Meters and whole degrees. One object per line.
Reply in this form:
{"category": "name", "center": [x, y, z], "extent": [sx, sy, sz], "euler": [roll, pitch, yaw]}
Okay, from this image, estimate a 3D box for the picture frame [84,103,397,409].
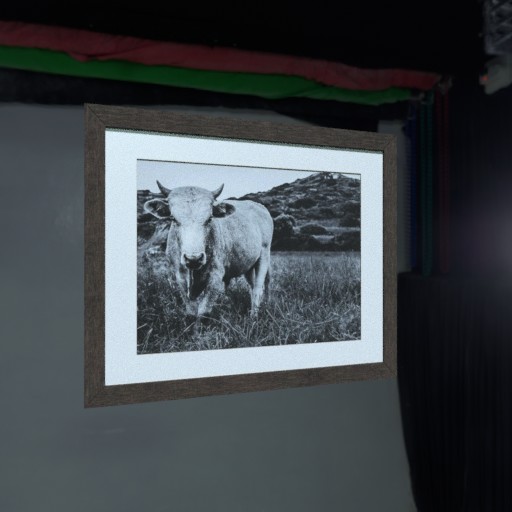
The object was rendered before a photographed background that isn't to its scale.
{"category": "picture frame", "center": [0.000, 0.000, 0.757], "extent": [0.546, 0.455, 0.026], "euler": [0, 0, -18]}
